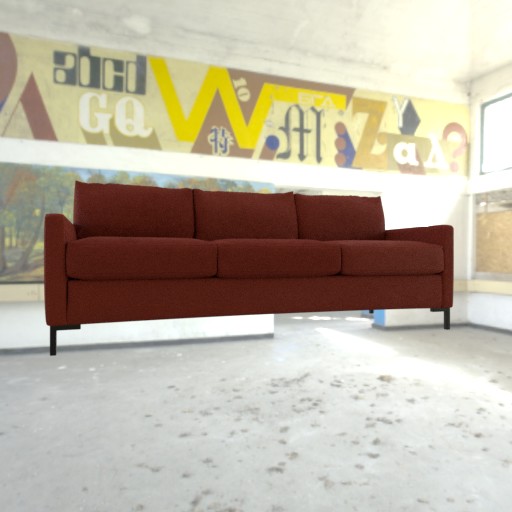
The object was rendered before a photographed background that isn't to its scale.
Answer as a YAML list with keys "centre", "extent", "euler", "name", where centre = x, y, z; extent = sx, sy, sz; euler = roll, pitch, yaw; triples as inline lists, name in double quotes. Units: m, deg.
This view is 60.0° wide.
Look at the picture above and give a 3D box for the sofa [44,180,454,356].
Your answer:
- centre: [0.000, 0.000, 2.669]
  extent: [2.252, 0.879, 0.875]
  euler: [0, 0, -19]
  name: "sofa"
